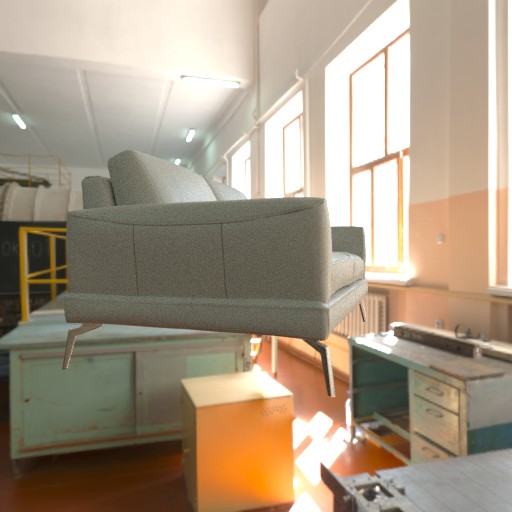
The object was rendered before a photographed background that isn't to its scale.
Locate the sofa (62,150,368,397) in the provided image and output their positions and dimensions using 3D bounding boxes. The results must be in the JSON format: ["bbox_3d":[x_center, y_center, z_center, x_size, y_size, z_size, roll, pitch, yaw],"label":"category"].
[{"bbox_3d":[0.000,0.000,2.463,1.121,0.930,1.819,0,0,18],"label":"sofa"}]
